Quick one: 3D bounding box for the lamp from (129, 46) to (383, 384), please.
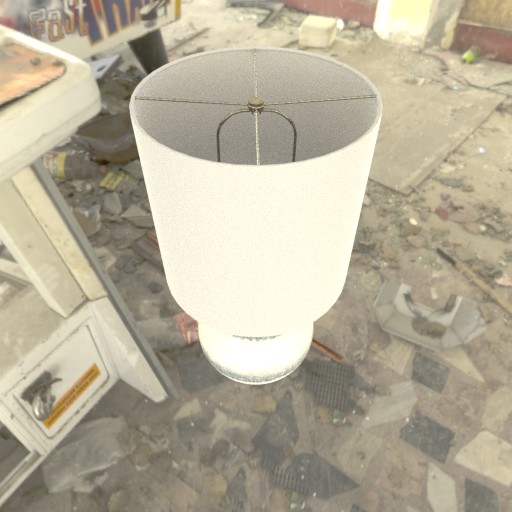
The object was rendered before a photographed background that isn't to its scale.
[{"bbox_3d":[0.000,0.000,0.531,0.216,0.404,0.216,-23,50,-21],"label":"lamp"}]
